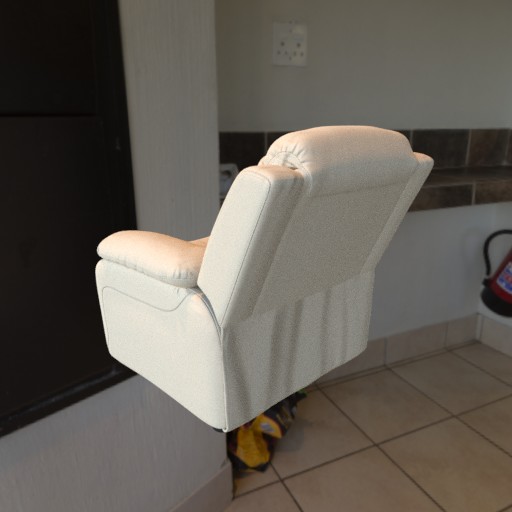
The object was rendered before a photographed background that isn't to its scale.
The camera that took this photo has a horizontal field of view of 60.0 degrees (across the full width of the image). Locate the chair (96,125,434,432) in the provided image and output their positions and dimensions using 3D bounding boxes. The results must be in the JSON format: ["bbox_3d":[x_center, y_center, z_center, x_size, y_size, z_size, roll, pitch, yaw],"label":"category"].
[{"bbox_3d":[0.000,0.000,1.239,0.680,0.702,0.709,-15,23,-41],"label":"chair"}]
